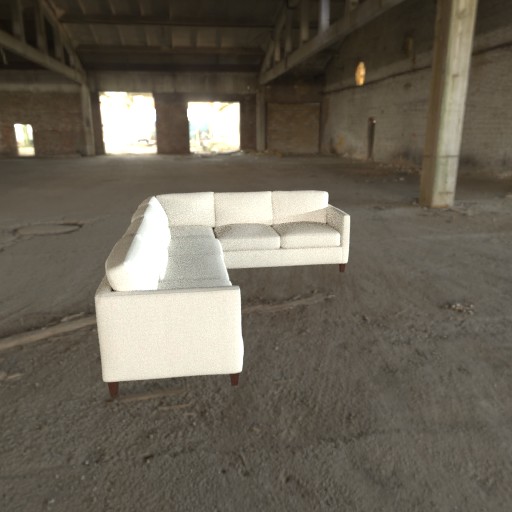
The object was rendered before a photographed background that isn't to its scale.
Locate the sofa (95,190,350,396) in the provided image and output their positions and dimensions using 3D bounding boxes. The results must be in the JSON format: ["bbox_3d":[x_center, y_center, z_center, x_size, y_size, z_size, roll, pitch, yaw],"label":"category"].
[{"bbox_3d":[0.000,0.000,4.501,2.593,0.947,3.302,-2,16,-9],"label":"sofa"}]
